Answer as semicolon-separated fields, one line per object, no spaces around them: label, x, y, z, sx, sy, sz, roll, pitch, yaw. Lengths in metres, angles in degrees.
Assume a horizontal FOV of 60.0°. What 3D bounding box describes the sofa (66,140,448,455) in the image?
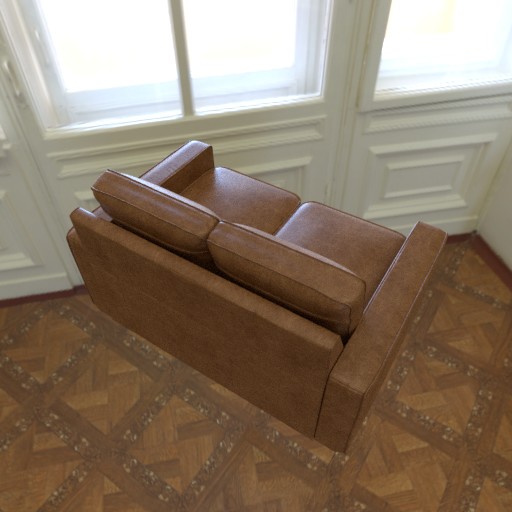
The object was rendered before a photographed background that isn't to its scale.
sofa;0.000;0.000;2.153;1.532;0.896;1.020;25;51;22
